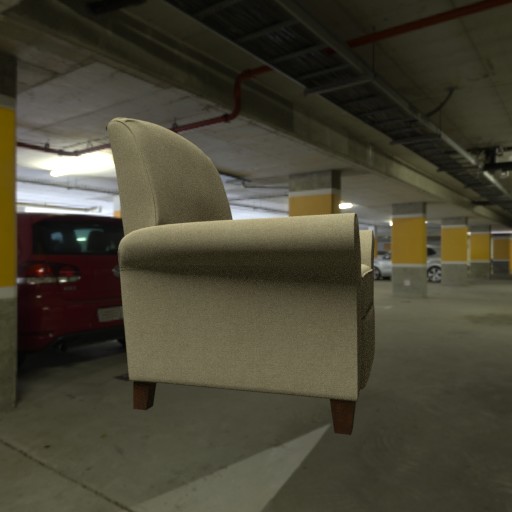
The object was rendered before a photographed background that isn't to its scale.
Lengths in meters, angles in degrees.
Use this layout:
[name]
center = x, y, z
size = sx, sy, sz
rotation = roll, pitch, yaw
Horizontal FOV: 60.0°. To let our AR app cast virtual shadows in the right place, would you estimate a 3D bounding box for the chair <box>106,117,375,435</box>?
[chair]
center = 0.000, 0.000, 1.772
size = 0.905, 1.061, 0.978
rotation = 0, 0, 18
